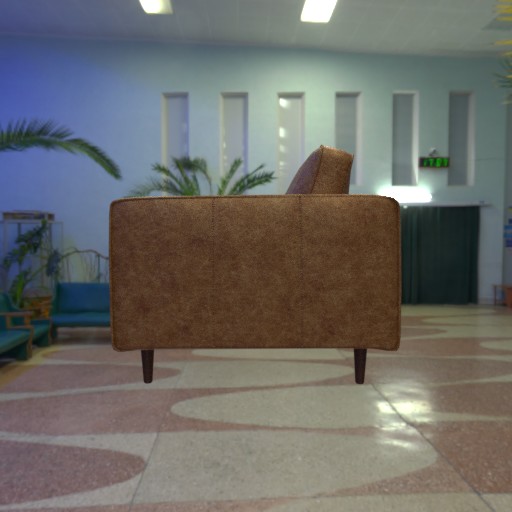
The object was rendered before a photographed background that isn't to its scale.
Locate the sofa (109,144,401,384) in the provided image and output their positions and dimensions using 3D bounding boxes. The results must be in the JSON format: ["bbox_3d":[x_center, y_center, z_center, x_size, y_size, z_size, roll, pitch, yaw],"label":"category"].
[{"bbox_3d":[0.000,0.000,2.310,0.924,0.825,1.920,0,2,1],"label":"sofa"}]
